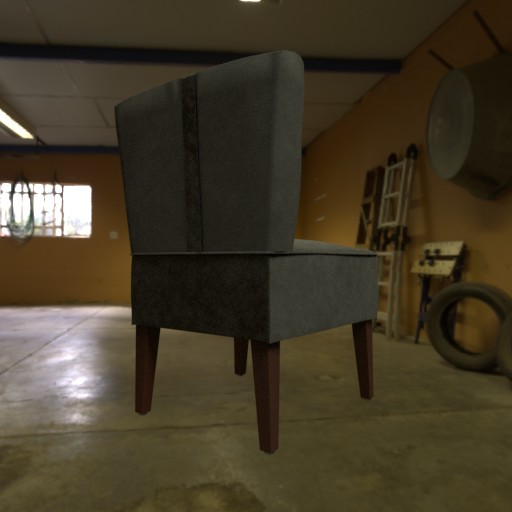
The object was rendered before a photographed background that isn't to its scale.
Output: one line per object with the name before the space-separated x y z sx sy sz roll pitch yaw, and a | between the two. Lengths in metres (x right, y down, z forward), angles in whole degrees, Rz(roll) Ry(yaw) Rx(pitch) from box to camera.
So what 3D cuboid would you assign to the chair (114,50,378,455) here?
chair | 0.000 0.000 1.192 0.521 0.806 0.554 0 -1 36
